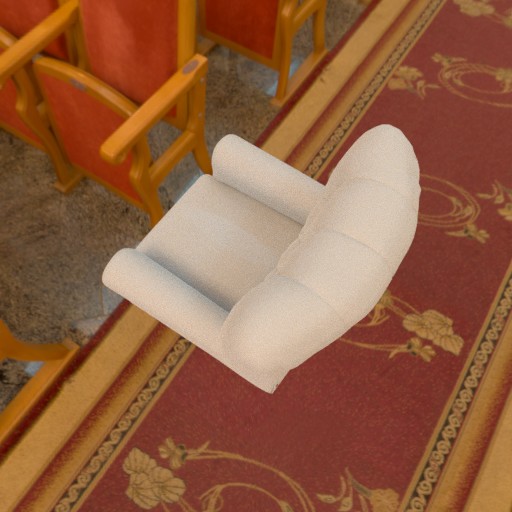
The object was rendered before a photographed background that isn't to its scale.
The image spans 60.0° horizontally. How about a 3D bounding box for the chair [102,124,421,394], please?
[{"bbox_3d":[0.000,0.000,2.067,1.128,1.217,1.090,31,67,15],"label":"chair"}]
